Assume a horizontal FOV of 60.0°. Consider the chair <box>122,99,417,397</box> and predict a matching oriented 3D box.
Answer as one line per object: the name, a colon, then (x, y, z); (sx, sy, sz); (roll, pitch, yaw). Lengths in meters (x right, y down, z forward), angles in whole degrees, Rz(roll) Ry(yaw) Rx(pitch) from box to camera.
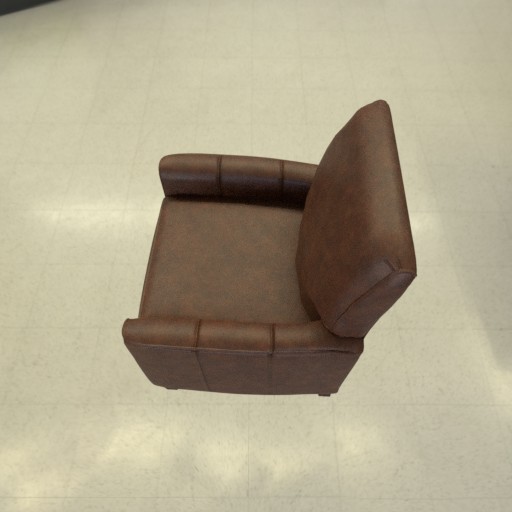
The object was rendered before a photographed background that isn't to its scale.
chair: (0.000, 0.000, 1.657); (0.850, 1.010, 0.839); (2, 58, 1)
